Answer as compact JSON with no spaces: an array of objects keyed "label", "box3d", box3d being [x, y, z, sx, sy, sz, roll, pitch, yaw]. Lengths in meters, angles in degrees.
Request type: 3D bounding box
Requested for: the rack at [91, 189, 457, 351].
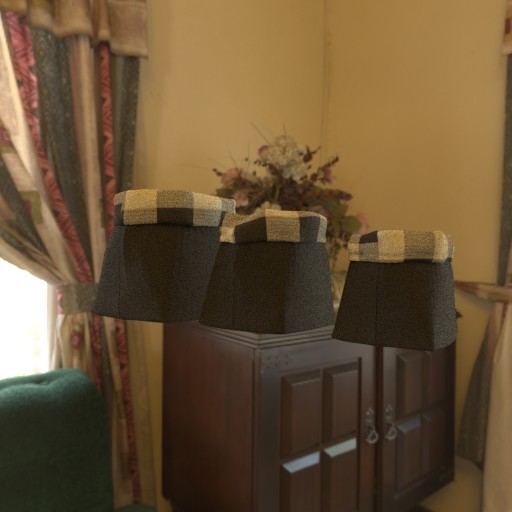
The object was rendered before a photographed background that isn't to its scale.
[{"label":"rack","box3d":[0.000,0.000,1.072,0.889,0.329,0.370,0,0,36]}]
